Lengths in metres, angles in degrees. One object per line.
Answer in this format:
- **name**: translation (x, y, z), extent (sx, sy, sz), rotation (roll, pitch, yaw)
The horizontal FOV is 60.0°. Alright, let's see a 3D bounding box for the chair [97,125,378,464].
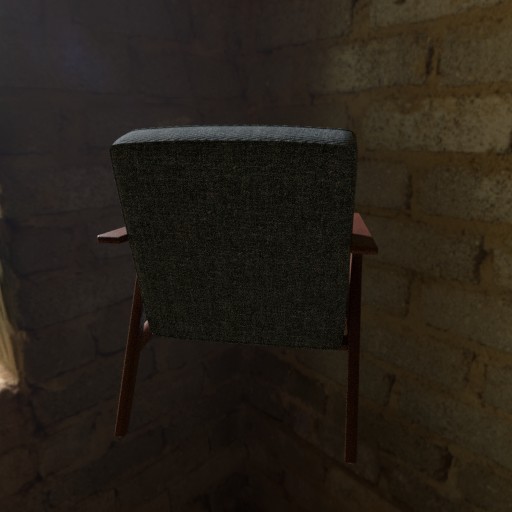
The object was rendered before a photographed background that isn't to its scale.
- **chair**: translation (0.000, 0.000, 1.526), extent (0.719, 0.864, 0.889), rotation (3, 17, 9)
